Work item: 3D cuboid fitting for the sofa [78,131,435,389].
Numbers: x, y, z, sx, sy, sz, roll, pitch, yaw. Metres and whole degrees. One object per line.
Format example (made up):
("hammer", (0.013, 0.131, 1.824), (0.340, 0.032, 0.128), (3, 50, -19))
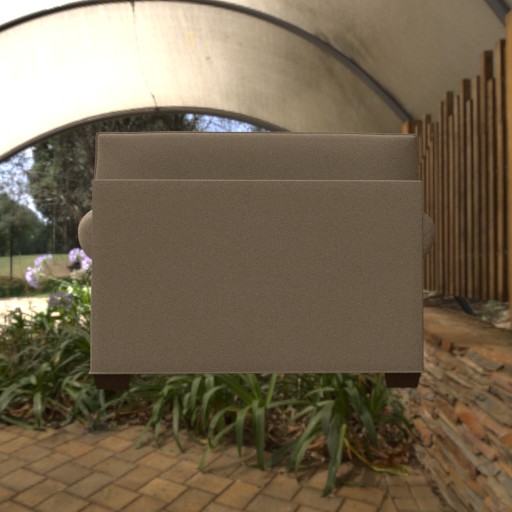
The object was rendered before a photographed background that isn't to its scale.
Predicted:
("sofa", (0.000, 0.000, 2.107), (1.405, 1.006, 0.937), (0, -1, -1))
